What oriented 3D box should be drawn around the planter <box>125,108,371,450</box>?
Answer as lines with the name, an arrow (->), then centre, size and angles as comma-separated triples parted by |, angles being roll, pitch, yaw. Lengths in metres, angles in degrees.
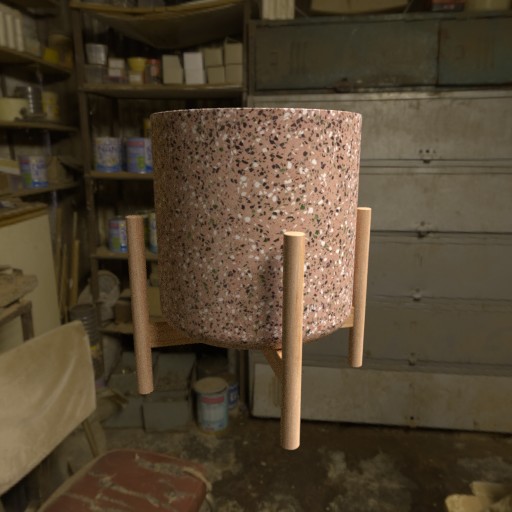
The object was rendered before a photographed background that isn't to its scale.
planter -> 0.000, 0.000, 0.699 | 0.360, 0.419, 0.360 | 2, 14, 8
